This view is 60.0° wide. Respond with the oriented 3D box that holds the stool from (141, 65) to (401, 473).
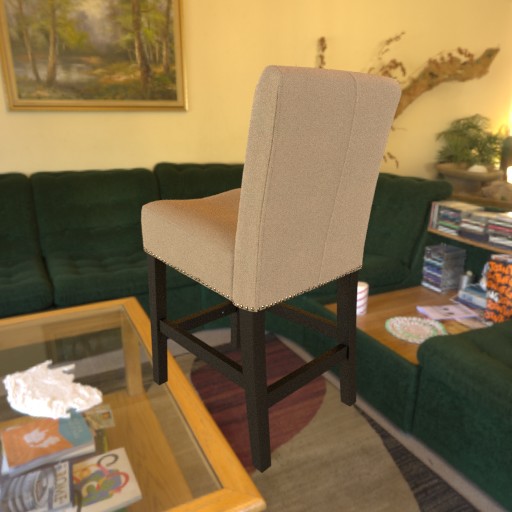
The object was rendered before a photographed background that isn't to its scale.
[{"bbox_3d":[0.000,0.000,1.183,0.427,0.885,0.571,-17,24,-42],"label":"stool"}]
